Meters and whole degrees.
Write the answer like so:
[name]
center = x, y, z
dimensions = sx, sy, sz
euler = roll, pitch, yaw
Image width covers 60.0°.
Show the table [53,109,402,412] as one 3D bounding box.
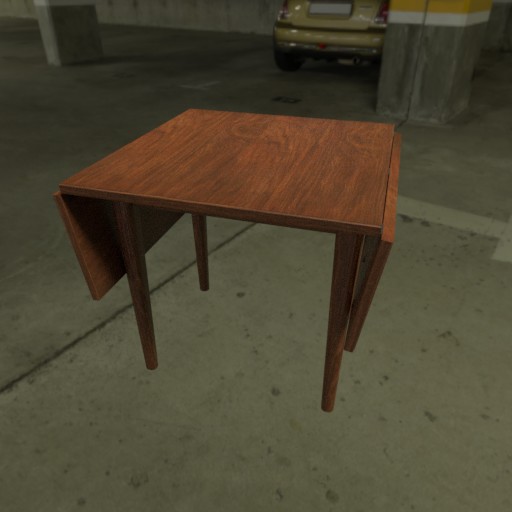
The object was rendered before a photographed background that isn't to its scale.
[table]
center = 0.000, 0.000, 1.539
dimensions = 0.843, 0.763, 0.812
euler = 9, 33, 14
